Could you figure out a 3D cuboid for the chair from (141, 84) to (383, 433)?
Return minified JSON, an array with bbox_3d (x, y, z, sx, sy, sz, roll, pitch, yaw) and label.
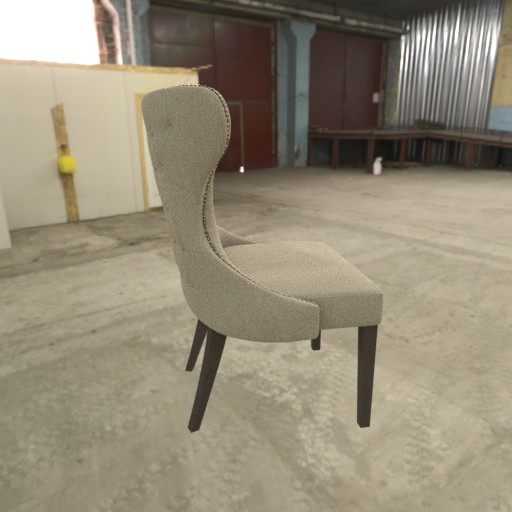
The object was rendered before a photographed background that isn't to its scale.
[{"bbox_3d":[0.000,0.000,1.395,0.635,0.967,0.628,-3,17,-10],"label":"chair"}]
